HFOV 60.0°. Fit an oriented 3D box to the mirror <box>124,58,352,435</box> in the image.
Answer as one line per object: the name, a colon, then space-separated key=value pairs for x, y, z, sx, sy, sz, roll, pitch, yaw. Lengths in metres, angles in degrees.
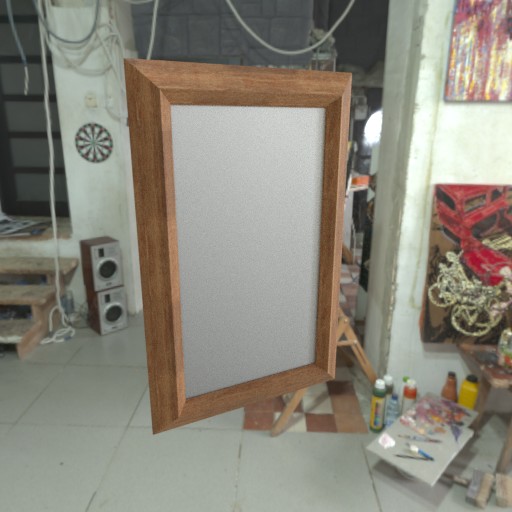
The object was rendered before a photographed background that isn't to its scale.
mirror: x=0.000 y=0.000 z=1.269 sx=0.651 sy=1.010 sz=0.047 roll=-8 pitch=18 yaw=-26
